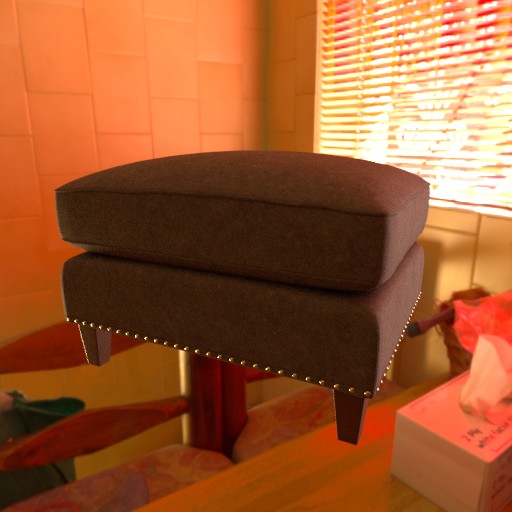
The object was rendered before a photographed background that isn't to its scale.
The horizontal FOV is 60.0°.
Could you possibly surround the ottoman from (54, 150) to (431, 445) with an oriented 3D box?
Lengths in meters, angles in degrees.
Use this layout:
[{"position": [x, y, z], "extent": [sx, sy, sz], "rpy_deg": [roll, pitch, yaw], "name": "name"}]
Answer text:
[{"position": [0.000, 0.000, 1.108], "extent": [0.741, 0.513, 0.584], "rpy_deg": [7, 17, 26], "name": "ottoman"}]
